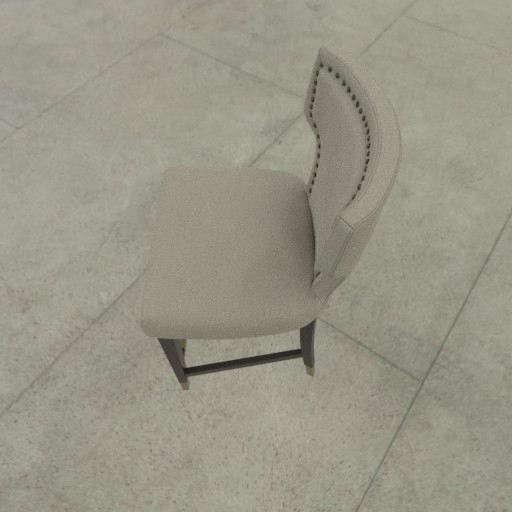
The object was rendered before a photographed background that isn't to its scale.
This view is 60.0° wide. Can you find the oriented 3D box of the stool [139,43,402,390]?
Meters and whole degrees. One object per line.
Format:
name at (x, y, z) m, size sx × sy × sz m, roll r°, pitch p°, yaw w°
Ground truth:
stool at (0.000, 0.000, 1.266) m, size 0.563 × 0.982 × 0.527 m, roll 0°, pitch 57°, yaw 0°
